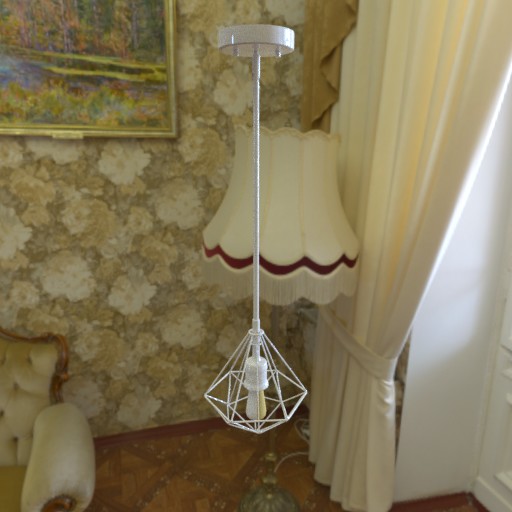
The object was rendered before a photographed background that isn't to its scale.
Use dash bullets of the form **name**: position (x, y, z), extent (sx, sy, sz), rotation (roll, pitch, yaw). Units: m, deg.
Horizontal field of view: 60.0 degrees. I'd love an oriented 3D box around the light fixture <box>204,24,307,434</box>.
- **light fixture**: position (0.000, 0.000, 1.927), extent (0.431, 1.764, 0.487), rotation (7, 16, 25)
